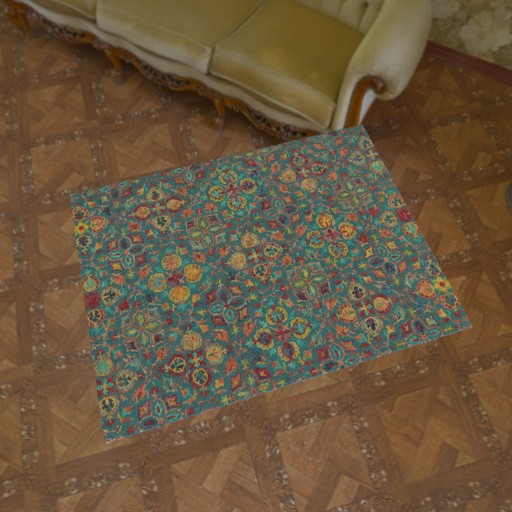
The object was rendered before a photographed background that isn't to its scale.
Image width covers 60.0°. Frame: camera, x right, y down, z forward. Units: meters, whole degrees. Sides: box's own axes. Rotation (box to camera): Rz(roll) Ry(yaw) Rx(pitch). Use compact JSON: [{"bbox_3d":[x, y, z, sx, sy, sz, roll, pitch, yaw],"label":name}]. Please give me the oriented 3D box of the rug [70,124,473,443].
[{"bbox_3d":[0.000,0.000,4.168,3.204,0.025,2.434,-15,64,-8],"label":"rug"}]
